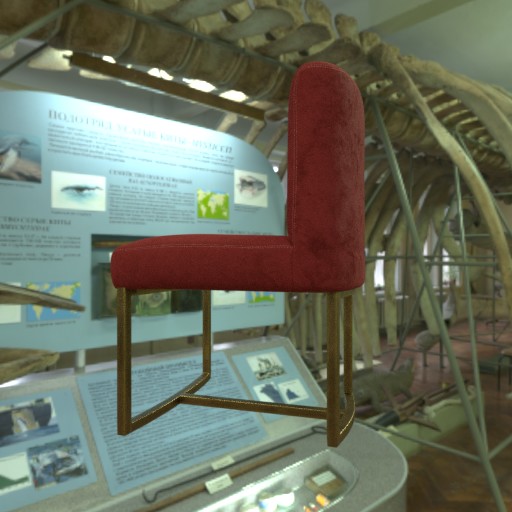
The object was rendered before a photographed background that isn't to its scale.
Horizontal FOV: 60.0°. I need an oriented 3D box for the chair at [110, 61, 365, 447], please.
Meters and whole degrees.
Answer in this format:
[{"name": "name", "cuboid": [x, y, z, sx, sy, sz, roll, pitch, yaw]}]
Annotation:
[{"name": "chair", "cuboid": [0.000, 0.000, 1.179, 0.560, 0.824, 0.530, 0, 0, 17]}]
